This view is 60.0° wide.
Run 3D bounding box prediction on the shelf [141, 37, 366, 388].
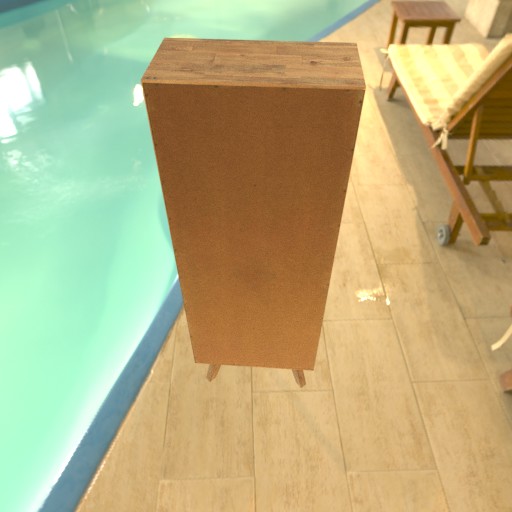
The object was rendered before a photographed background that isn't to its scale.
[{"bbox_3d":[0.000,0.000,1.532,0.491,1.342,0.267,3,46,3],"label":"shelf"}]
